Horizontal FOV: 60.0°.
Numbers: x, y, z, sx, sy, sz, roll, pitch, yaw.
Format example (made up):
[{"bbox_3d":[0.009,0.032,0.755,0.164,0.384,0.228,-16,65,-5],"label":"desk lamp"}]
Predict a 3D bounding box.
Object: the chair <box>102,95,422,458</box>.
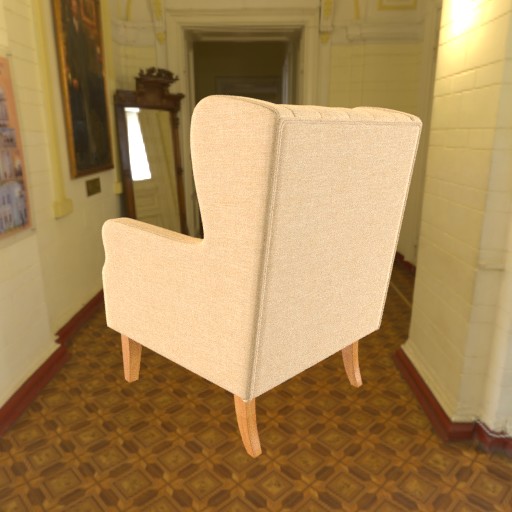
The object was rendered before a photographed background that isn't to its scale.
[{"bbox_3d":[0.000,0.000,1.444,0.710,0.930,0.760,-14,21,-42],"label":"chair"}]
